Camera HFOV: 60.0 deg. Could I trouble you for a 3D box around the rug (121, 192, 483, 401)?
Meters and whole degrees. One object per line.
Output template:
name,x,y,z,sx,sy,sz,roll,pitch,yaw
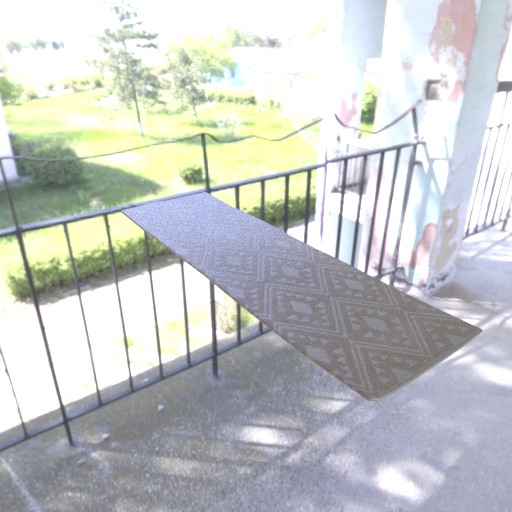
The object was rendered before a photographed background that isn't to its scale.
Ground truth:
rug,0.000,0.000,2.688,0.752,0.051,2.452,-18,32,-32
